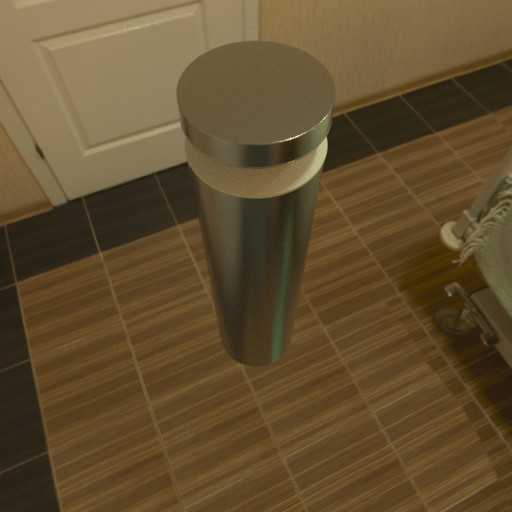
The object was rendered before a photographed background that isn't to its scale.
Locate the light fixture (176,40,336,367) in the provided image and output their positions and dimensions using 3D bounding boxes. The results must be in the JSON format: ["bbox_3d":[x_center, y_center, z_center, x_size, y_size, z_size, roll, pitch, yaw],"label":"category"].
[{"bbox_3d":[0.000,0.000,0.448,0.102,0.400,0.102,32,63,18],"label":"light fixture"}]
